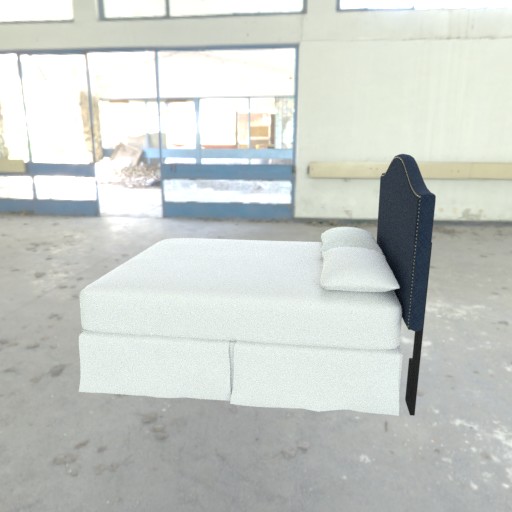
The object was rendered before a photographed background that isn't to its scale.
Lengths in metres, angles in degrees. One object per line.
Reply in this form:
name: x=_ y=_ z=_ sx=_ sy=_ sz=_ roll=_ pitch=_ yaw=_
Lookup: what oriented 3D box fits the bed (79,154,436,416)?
bed: x=0.000 y=0.000 z=3.364 sx=2.153 sy=1.518 sz=1.725 roll=2 pitch=15 yaw=8
